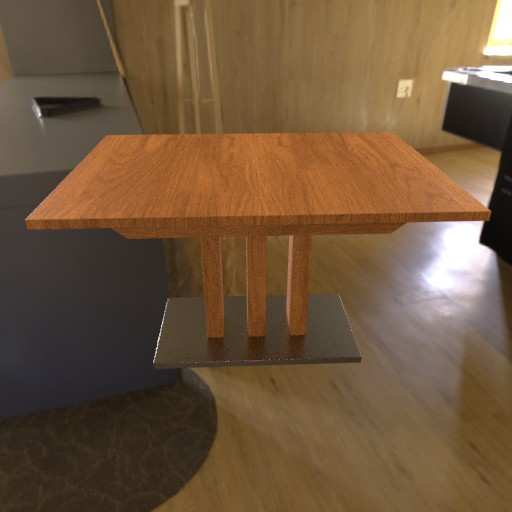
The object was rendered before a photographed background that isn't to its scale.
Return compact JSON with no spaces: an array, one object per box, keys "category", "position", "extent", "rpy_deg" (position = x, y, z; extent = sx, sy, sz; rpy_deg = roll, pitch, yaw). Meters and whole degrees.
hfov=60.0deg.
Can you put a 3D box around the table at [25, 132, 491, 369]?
[{"category":"table","position":[0.000,0.000,1.814],"extent":[1.300,0.770,0.900],"rpy_deg":[-1,30,-2]}]
